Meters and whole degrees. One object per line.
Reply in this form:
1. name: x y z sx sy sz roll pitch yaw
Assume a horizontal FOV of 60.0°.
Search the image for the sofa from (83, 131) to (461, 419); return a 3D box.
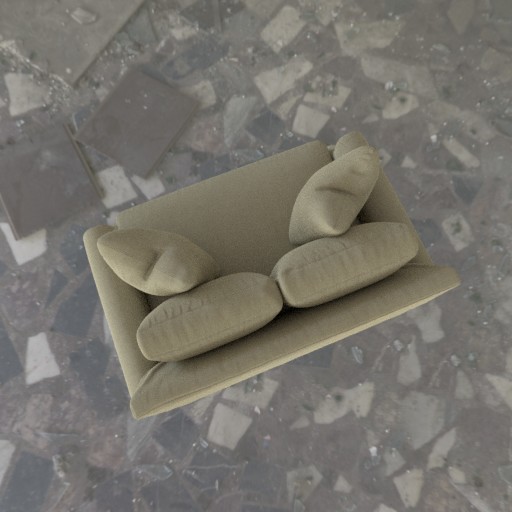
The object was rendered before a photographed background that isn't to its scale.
1. sofa: 0.000 0.000 2.232 1.550 0.905 1.070 -21 75 -6
